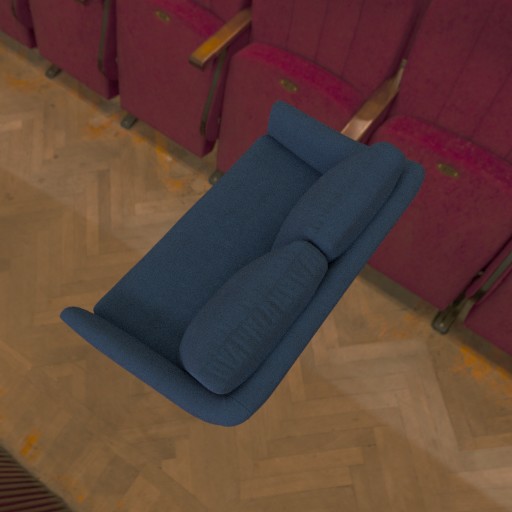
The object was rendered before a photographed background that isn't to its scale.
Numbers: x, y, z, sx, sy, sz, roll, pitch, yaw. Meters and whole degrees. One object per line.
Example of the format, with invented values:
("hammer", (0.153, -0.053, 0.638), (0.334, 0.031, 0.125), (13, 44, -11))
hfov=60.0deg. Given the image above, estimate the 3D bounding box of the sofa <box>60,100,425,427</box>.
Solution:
("sofa", (0.000, 0.000, 2.201), (0.960, 0.902, 1.619), (35, 69, 16))
